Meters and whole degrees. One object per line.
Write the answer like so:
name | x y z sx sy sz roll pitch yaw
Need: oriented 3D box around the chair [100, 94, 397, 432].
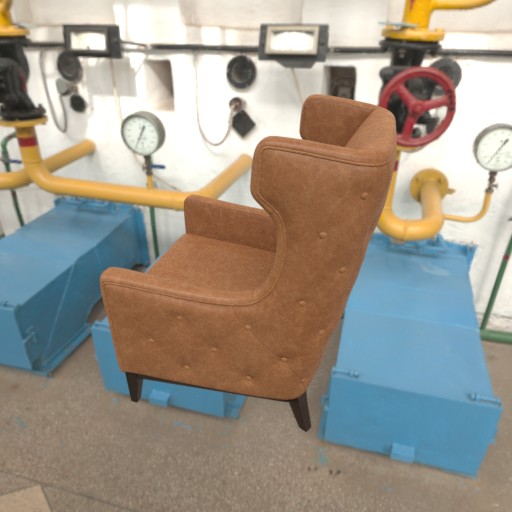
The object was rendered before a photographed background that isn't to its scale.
chair | 0.000 0.000 1.680 0.899 1.079 0.766 8 31 14
